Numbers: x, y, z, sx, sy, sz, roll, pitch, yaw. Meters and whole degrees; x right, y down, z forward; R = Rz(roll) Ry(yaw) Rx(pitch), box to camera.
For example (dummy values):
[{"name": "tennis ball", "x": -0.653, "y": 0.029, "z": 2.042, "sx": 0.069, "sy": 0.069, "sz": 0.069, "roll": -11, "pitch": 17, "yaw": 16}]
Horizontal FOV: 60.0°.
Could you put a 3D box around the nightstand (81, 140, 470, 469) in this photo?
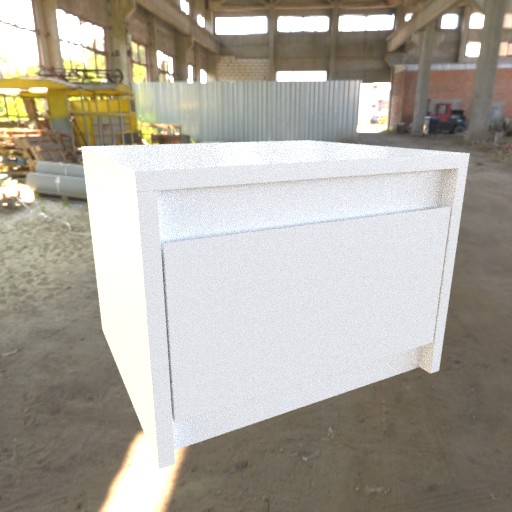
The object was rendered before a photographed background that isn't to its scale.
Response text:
[{"name": "nightstand", "x": 0.000, "y": 0.000, "z": 0.749, "sx": 0.470, "sy": 0.351, "sz": 0.408, "roll": -9, "pitch": 19, "yaw": -26}]
